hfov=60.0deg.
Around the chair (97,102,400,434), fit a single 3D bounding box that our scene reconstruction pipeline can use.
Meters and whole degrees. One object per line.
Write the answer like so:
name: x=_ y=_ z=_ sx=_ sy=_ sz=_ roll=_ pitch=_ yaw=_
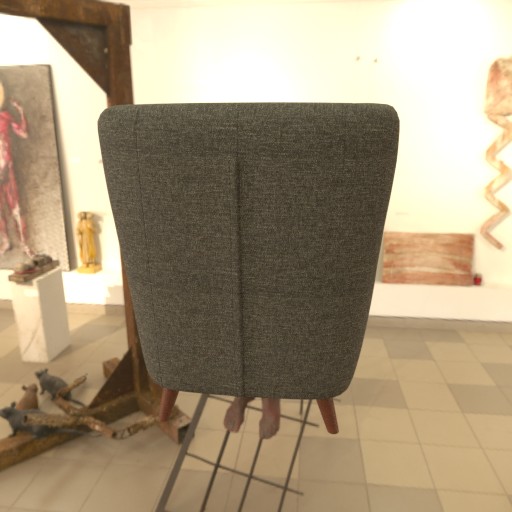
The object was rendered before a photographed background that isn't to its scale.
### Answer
chair: x=0.000 y=0.000 z=1.683 sx=0.878 sy=1.063 sz=0.904 roll=2 pitch=16 yaw=6
